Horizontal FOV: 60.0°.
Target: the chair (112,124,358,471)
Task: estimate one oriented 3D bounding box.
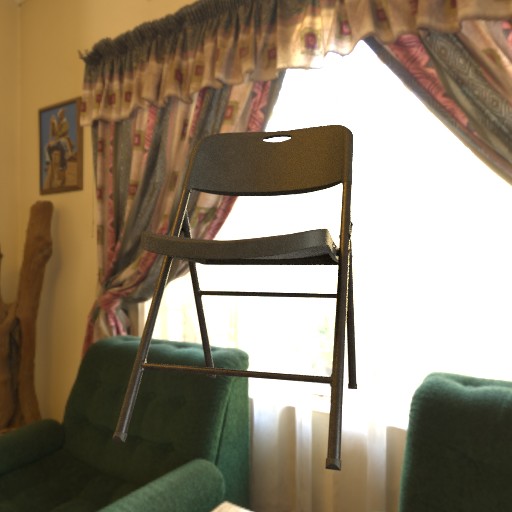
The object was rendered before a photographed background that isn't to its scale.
[{"bbox_3d":[0.000,0.000,1.165,0.494,0.810,0.566,0,0,16],"label":"chair"}]
